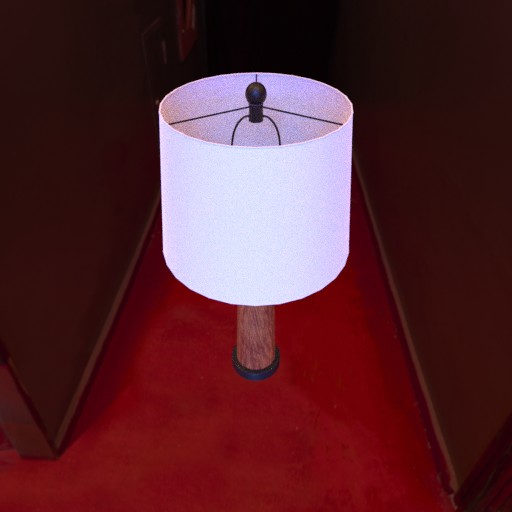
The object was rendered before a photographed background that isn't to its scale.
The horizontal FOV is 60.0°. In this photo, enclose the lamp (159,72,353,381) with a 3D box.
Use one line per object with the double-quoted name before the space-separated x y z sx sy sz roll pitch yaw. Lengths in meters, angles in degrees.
"lamp" 0.000 0.000 0.867 0.349 0.667 0.349 0 40 0
